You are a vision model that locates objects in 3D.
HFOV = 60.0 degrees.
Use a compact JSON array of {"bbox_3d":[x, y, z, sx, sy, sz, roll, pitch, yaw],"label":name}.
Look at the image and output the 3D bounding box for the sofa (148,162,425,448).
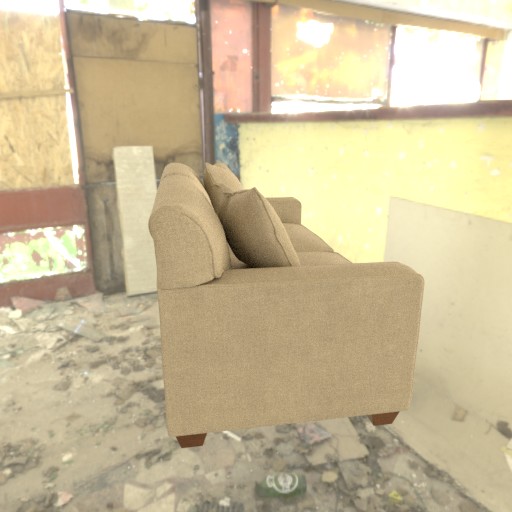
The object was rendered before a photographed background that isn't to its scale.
[{"bbox_3d":[0.000,0.000,2.424,0.998,0.958,1.846,-3,16,-9],"label":"sofa"}]
